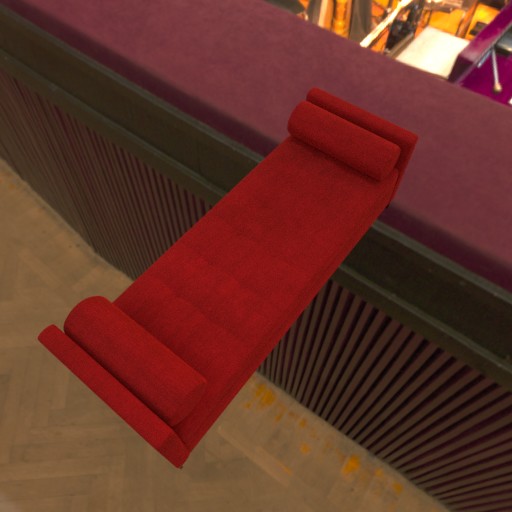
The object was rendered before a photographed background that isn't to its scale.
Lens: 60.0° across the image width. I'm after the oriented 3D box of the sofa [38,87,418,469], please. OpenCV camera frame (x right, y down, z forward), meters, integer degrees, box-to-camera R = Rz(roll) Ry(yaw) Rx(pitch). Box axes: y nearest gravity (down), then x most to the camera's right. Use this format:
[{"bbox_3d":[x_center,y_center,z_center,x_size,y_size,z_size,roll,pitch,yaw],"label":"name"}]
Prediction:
[{"bbox_3d":[0.000,0.000,2.313,0.686,0.635,1.981,33,63,19],"label":"sofa"}]
